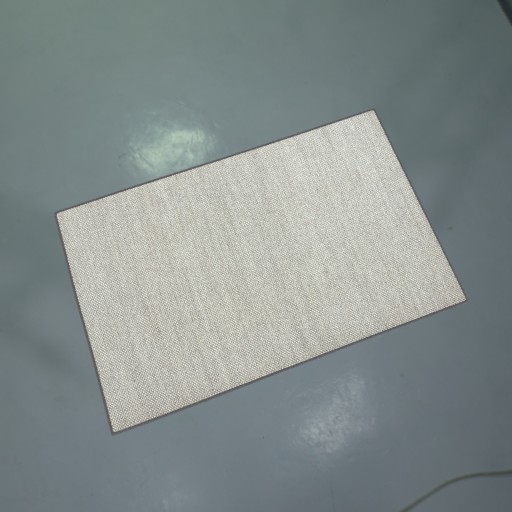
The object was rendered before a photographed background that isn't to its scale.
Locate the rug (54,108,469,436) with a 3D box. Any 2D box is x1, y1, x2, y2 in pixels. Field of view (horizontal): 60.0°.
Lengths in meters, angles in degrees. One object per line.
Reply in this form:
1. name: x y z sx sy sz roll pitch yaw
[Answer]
1. rug: 0.000 0.000 2.061 1.676 0.013 1.067 -19 76 -5
